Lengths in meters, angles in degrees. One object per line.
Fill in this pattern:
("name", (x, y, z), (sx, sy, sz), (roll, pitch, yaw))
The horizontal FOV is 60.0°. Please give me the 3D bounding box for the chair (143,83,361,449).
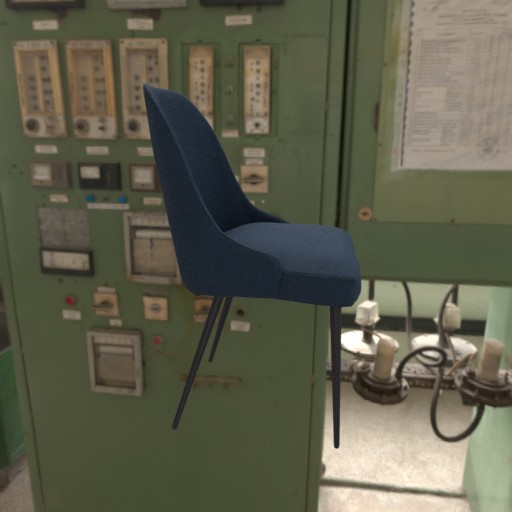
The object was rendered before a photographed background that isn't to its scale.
("chair", (0.000, 0.000, 1.236), (0.559, 0.896, 0.478), (3, 16, 9))
